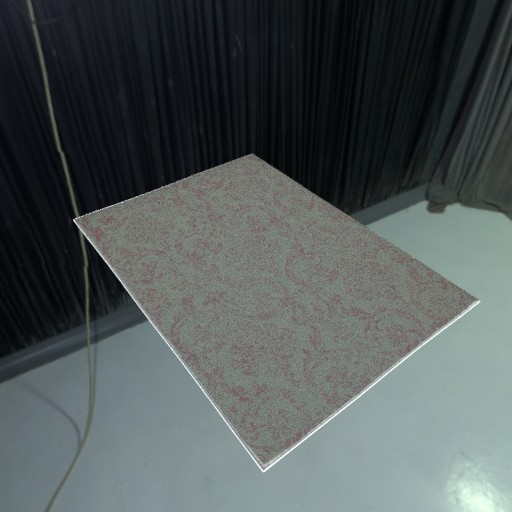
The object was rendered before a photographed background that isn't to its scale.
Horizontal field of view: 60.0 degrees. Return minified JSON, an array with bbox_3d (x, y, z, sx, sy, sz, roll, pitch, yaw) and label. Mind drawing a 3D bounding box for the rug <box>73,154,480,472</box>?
[{"bbox_3d":[0.000,0.000,2.861,1.598,0.014,2.202,-27,48,-27],"label":"rug"}]
